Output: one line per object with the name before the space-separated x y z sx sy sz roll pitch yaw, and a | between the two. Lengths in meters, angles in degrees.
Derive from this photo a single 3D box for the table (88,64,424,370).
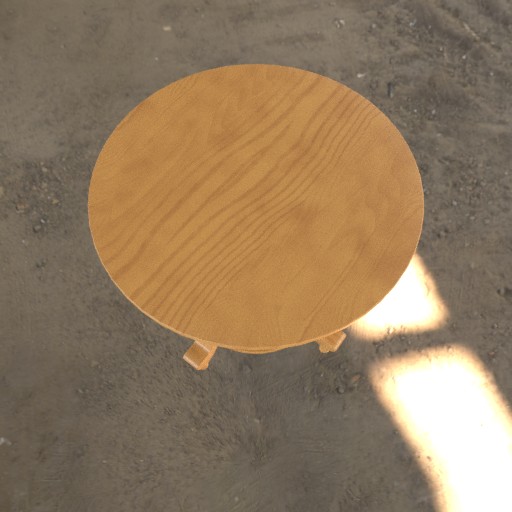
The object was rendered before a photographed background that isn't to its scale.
table | 0.000 0.000 1.071 0.597 0.612 0.597 0 65 0
